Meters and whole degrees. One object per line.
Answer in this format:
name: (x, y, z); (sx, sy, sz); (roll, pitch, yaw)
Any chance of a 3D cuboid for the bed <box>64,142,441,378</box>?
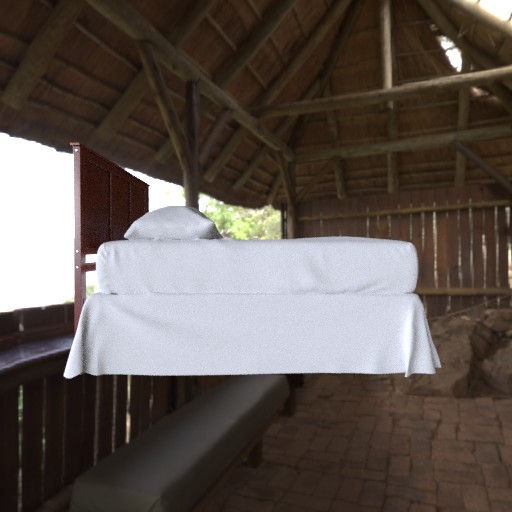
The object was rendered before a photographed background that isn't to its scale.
bed: (0.000, 0.000, 3.246); (2.050, 1.270, 1.870); (0, 1, 0)
